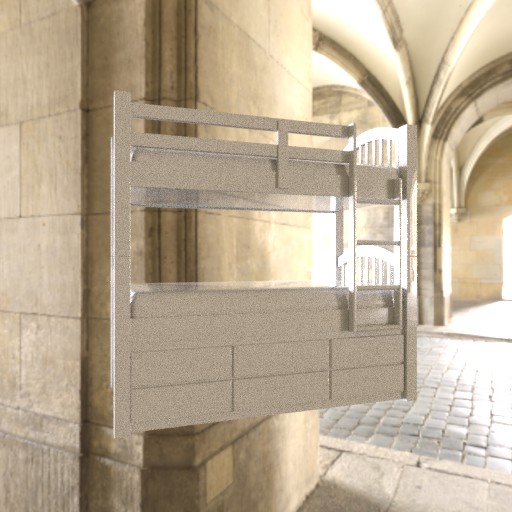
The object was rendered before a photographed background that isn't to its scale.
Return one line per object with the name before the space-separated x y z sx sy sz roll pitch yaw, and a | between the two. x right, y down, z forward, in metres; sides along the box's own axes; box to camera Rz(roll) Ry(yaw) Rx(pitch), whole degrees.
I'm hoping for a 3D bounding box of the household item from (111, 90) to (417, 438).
household item | 0.000 0.000 3.294 2.032 2.032 1.143 0 0 -19
